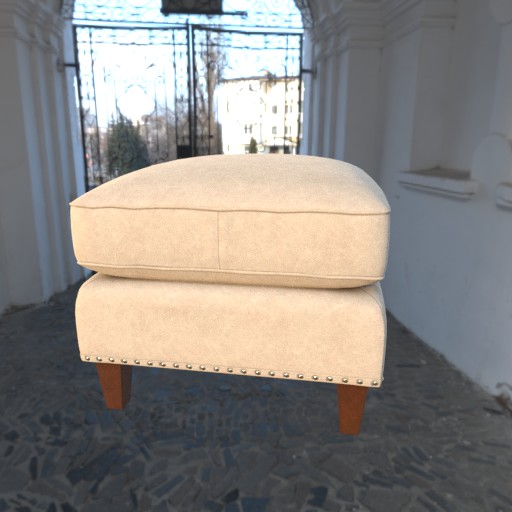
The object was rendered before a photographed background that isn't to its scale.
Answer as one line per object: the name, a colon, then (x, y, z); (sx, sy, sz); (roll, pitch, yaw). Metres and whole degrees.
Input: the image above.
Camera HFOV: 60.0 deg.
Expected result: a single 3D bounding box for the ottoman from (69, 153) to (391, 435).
ottoman: (0.000, 0.000, 1.138); (0.584, 0.513, 0.741); (2, 14, 10)
